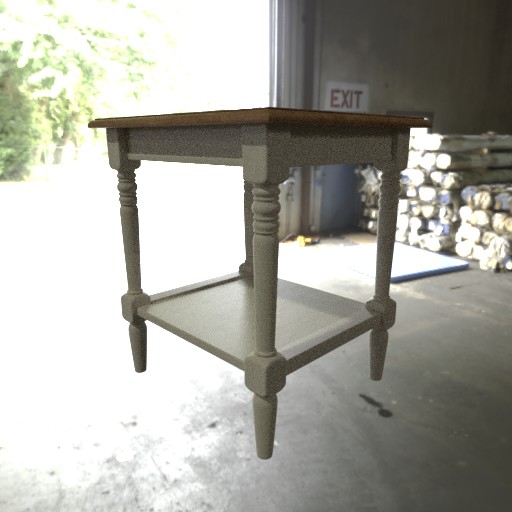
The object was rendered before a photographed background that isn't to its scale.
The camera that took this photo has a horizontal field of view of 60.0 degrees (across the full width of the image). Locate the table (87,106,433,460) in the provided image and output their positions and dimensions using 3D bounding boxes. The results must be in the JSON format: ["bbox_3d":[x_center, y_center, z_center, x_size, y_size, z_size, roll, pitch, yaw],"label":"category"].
[{"bbox_3d":[0.000,0.000,0.944,0.457,0.561,0.508,-14,20,-43],"label":"table"}]
